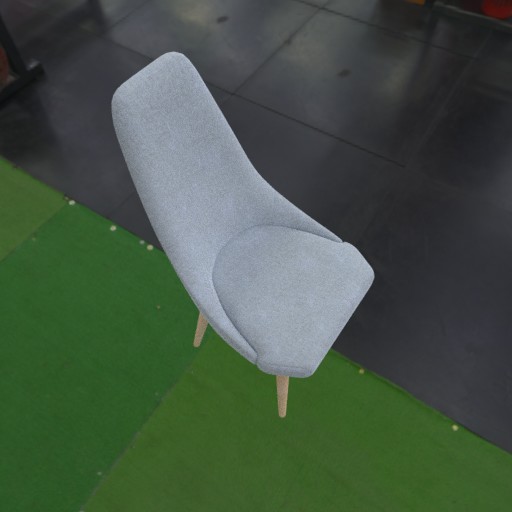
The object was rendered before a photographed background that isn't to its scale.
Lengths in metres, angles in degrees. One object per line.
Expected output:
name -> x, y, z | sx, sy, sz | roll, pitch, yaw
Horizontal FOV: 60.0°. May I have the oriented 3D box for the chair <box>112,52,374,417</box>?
chair -> 0.000, 0.000, 1.369 | 0.660, 1.040, 0.510 | 31, 63, 18
